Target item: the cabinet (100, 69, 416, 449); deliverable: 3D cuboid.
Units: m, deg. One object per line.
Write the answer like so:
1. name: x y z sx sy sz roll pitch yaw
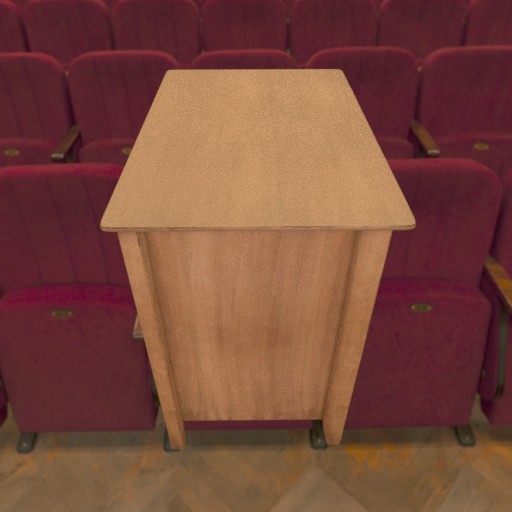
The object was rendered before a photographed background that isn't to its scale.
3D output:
1. cabinet: 0.000 0.000 1.229 0.503 0.762 0.763 0 40 0
